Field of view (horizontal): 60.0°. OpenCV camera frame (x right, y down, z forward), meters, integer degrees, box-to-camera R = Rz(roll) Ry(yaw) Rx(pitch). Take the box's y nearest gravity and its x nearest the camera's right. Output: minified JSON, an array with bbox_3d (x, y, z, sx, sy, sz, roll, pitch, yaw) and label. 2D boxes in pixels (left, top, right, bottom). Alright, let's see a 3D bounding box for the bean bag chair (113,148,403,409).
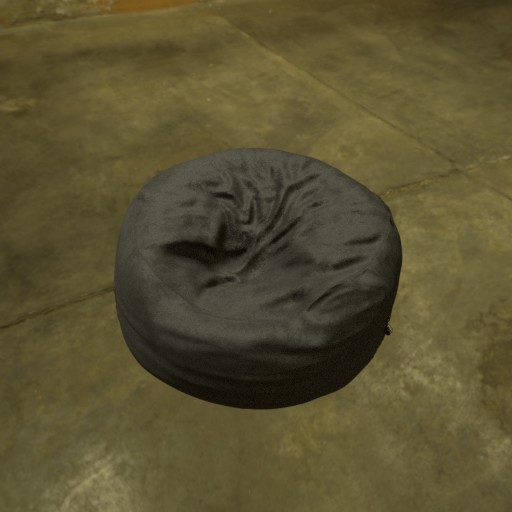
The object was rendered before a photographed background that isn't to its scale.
[{"bbox_3d":[0.000,0.000,2.391,1.525,0.751,1.525,0,42,0],"label":"bean bag chair"}]
